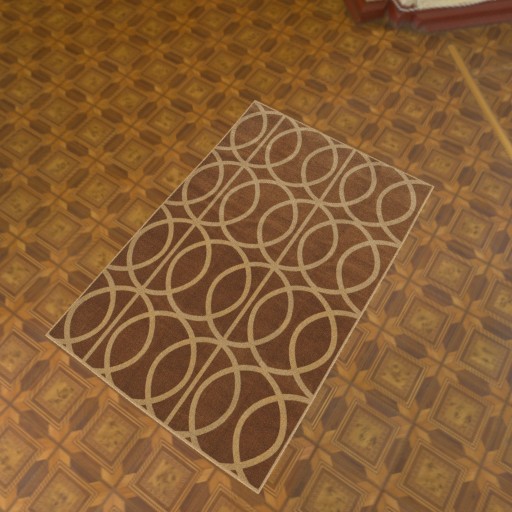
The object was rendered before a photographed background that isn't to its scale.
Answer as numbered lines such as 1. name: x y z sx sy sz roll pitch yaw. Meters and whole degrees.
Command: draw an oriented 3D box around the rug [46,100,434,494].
1. rug: 0.000 0.000 2.883 1.528 0.014 2.294 30 67 14
